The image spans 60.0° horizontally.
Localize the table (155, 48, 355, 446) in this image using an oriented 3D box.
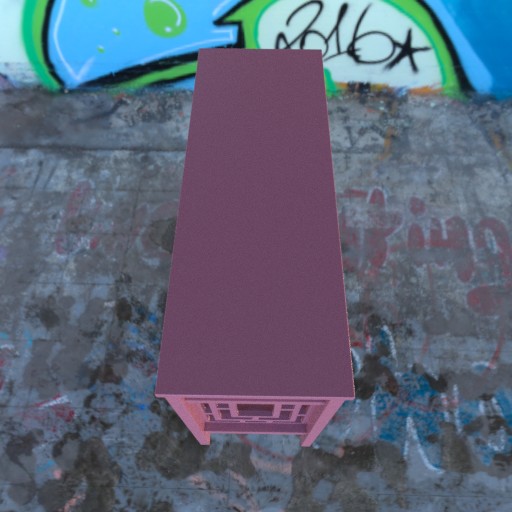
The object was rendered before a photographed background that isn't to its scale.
[{"bbox_3d":[0.000,0.000,1.446,0.397,0.753,1.068,1,60,0],"label":"table"}]
